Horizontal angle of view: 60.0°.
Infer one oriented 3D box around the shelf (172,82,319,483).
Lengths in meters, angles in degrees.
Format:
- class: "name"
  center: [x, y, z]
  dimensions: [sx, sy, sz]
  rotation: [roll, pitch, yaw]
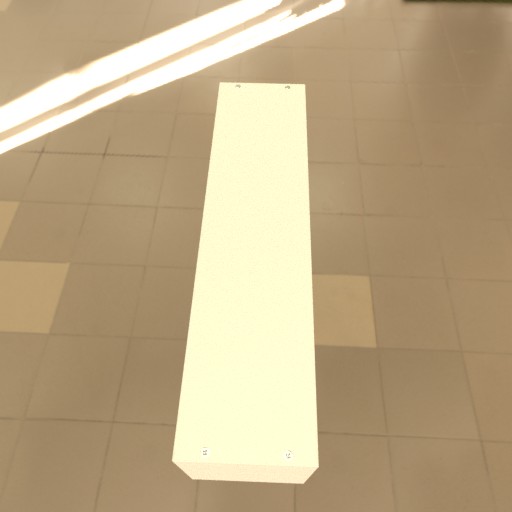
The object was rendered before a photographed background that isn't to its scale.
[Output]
- class: "shelf"
  center: [0.000, 0.000, 0.686]
  dimensions: [0.150, 0.170, 0.610]
  rotation: [2, 58, 1]
